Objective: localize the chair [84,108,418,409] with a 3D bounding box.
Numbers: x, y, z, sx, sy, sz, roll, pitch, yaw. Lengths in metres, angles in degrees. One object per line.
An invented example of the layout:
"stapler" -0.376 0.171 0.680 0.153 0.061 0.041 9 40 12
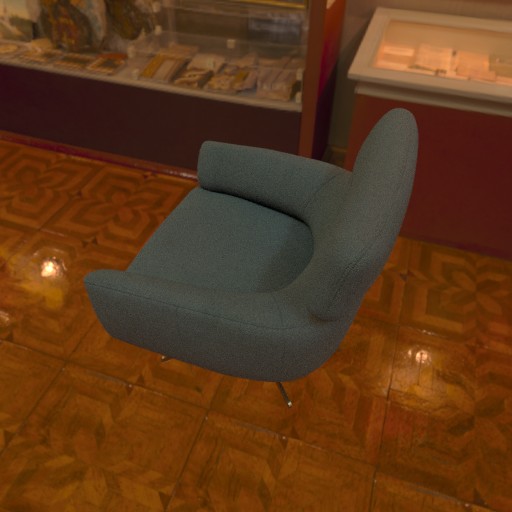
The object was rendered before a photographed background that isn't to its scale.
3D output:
"chair" 0.000 0.000 1.356 0.761 0.813 0.738 16 48 15
